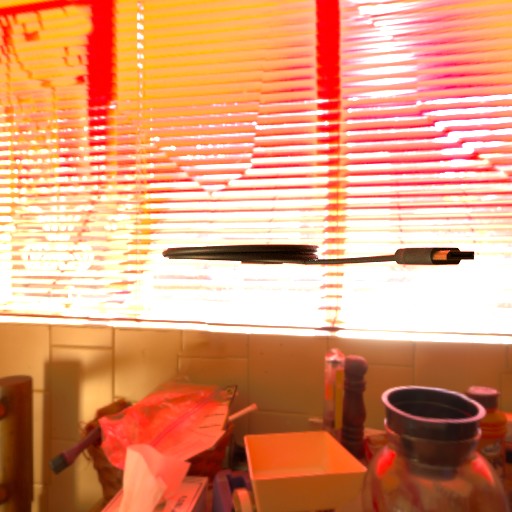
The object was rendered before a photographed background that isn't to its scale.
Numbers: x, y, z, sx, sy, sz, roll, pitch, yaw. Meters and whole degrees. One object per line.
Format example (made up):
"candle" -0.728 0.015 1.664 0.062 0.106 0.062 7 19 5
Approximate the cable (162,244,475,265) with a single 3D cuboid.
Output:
"cable" 0.000 0.000 0.329 0.136 0.015 0.281 0 0 -18
